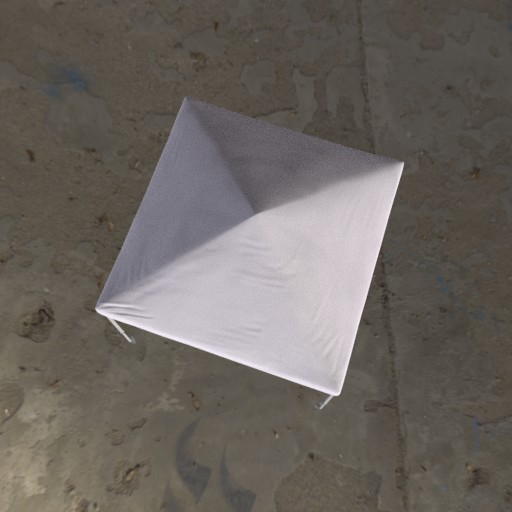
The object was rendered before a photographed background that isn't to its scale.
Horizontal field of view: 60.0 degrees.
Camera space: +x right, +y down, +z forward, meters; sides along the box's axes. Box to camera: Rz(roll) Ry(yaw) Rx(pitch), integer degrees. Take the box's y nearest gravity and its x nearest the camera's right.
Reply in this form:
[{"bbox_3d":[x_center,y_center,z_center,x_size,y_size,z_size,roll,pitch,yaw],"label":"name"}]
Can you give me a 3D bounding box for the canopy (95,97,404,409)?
[{"bbox_3d":[0.000,0.000,5.135,2.850,2.850,2.849,18,76,5],"label":"canopy"}]
